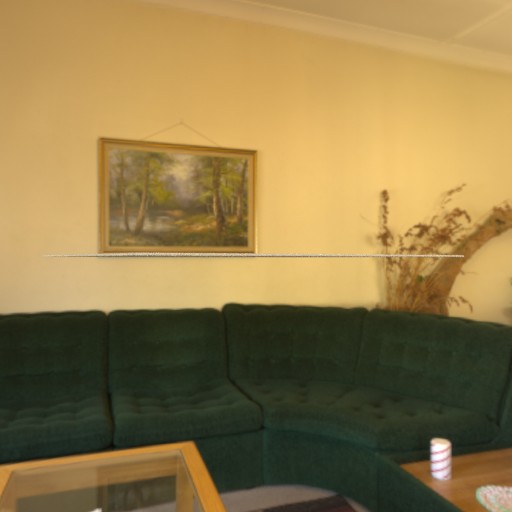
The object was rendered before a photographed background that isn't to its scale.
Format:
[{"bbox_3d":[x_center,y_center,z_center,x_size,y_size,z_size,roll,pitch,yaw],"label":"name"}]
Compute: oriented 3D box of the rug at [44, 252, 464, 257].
[{"bbox_3d":[0.000,0.000,2.854,2.232,0.011,1.555,0,0,-36],"label":"rug"}]
